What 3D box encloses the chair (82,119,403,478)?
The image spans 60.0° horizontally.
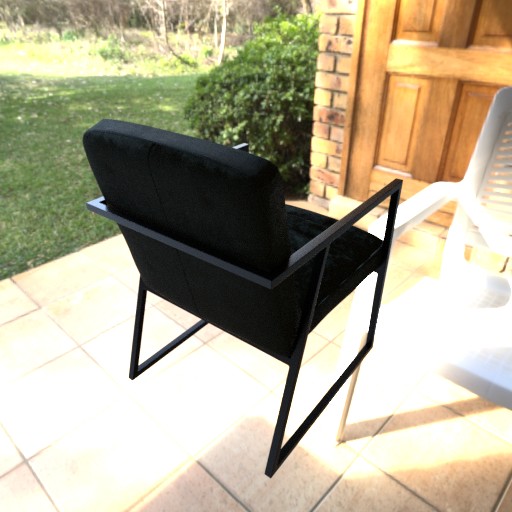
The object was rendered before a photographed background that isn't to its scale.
[{"bbox_3d":[0.000,0.000,1.282,0.571,0.833,0.677,22,37,32],"label":"chair"}]
